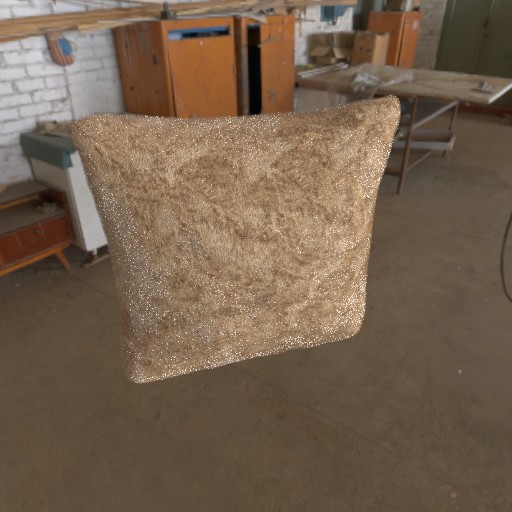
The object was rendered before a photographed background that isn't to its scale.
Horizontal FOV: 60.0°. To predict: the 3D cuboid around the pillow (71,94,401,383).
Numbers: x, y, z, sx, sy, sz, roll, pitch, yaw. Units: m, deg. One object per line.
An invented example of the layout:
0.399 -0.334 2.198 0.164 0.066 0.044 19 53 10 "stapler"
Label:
0.000 0.000 0.800 0.538 0.525 0.216 -9 31 -15 "pillow"
